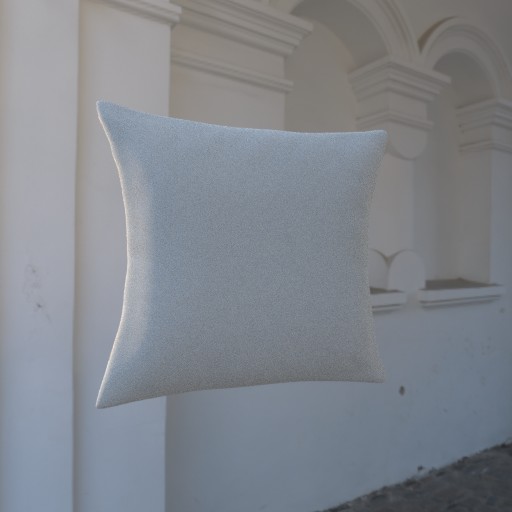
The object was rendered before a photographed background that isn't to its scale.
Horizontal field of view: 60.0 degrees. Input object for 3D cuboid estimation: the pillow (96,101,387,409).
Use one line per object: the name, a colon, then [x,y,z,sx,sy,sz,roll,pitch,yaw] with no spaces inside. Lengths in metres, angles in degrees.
pillow: [0.000,0.000,0.812,0.552,0.508,0.166,0,-1,-18]
